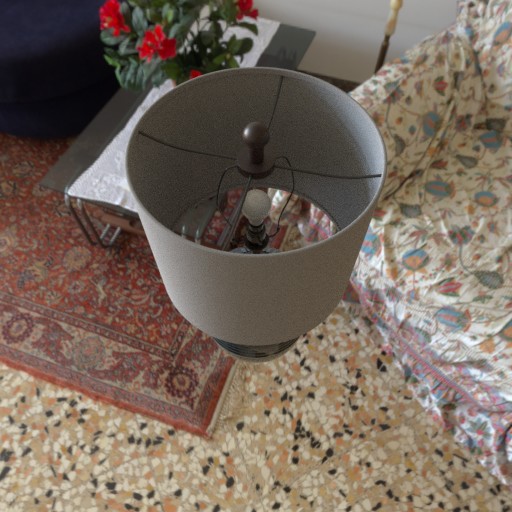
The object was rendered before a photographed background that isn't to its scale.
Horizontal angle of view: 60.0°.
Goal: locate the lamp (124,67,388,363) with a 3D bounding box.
[{"bbox_3d":[0.000,0.000,0.751,0.318,0.567,0.318,0,58,0],"label":"lamp"}]
